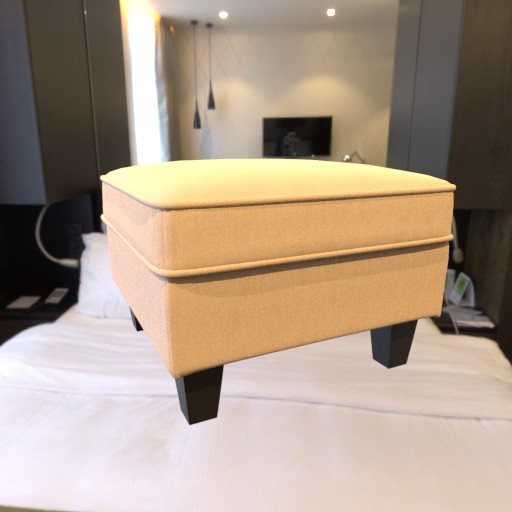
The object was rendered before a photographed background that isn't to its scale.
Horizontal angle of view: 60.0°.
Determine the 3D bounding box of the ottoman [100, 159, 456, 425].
[{"bbox_3d":[0.000,0.000,1.034,0.613,0.438,0.616,-7,16,-25],"label":"ottoman"}]
